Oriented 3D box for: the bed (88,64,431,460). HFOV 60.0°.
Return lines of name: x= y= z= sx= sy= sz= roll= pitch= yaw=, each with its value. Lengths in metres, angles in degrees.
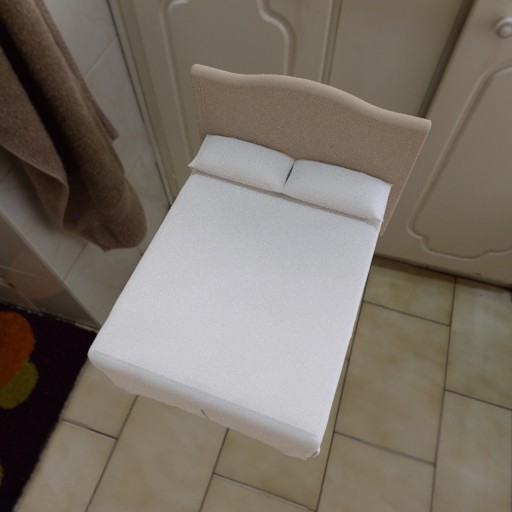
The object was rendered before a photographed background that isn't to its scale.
bed: x=0.000 y=0.000 z=3.029 sx=1.678 sy=1.398 sz=2.052 roll=18 pitch=61 yaw=10
